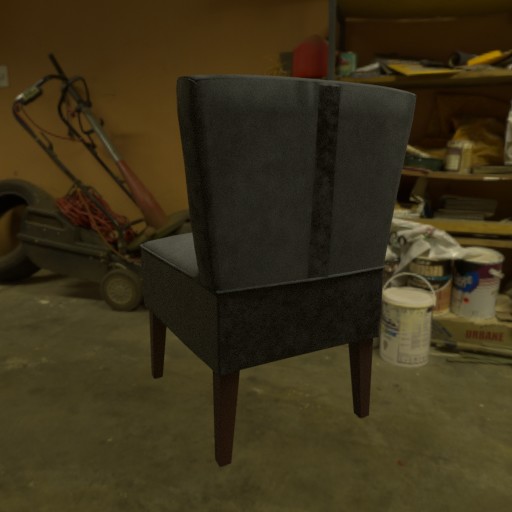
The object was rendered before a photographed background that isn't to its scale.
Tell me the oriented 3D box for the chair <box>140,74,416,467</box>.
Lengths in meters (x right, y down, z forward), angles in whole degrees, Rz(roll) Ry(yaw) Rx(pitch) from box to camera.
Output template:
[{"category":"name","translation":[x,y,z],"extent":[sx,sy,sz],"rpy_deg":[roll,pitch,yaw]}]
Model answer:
[{"category":"chair","translation":[0.000,0.000,1.158],"extent":[0.521,0.806,0.554],"rpy_deg":[-7,15,-26]}]
